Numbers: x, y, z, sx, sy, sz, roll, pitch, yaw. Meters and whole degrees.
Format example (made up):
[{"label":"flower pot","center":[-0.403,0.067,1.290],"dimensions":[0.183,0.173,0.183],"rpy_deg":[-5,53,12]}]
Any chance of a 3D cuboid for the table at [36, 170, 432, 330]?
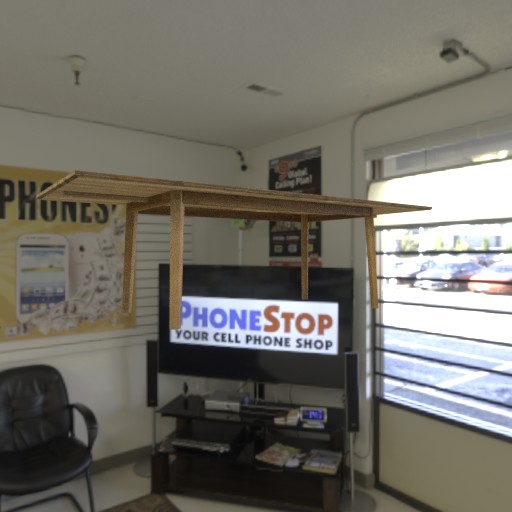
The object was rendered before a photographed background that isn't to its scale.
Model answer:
[{"label":"table","center":[0.000,0.000,3.068],"dimensions":[2.603,0.752,1.000],"rpy_deg":[0,0,-35]}]
